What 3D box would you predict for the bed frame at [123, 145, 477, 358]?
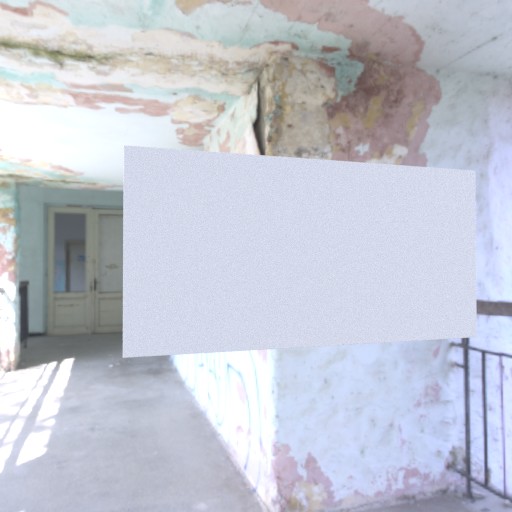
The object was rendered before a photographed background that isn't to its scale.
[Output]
[{"bbox_3d":[0.000,0.000,2.836,1.622,0.800,1.960,0,-1,-17],"label":"bed frame"}]
